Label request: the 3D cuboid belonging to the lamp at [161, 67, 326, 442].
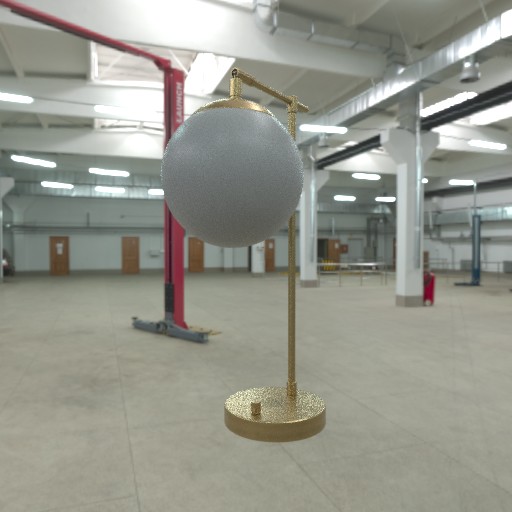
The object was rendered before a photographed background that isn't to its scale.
[{"bbox_3d":[0.000,0.000,0.699,0.207,0.559,0.324,1,1,35],"label":"lamp"}]
